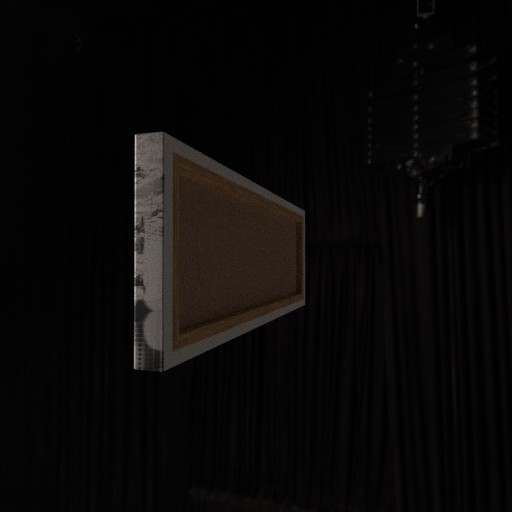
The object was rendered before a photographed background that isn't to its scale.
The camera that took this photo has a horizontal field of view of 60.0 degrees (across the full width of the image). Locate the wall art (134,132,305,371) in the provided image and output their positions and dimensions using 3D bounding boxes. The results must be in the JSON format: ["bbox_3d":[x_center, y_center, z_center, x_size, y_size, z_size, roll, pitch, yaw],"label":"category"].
[{"bbox_3d":[0.000,0.000,0.840,0.038,0.255,0.763,0,-1,17],"label":"wall art"}]
